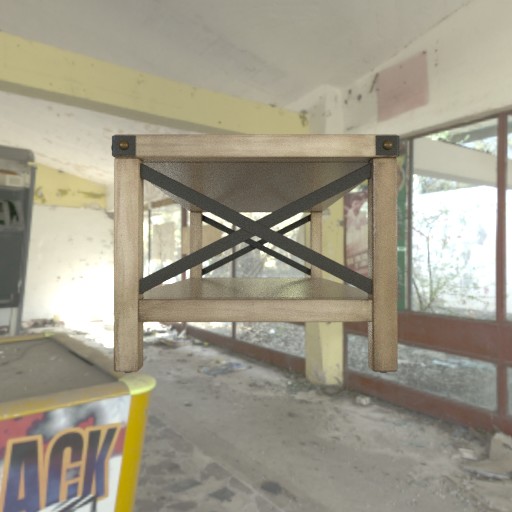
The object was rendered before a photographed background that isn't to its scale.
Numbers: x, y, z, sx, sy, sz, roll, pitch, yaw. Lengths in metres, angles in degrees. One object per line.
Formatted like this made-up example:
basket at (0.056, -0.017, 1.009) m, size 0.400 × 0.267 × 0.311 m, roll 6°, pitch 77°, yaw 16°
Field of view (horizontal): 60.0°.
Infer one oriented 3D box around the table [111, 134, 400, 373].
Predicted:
table at (0.000, 0.000, 1.337) m, size 0.559 × 0.456 × 1.016 m, roll 0°, pitch 0°, yaw 0°
